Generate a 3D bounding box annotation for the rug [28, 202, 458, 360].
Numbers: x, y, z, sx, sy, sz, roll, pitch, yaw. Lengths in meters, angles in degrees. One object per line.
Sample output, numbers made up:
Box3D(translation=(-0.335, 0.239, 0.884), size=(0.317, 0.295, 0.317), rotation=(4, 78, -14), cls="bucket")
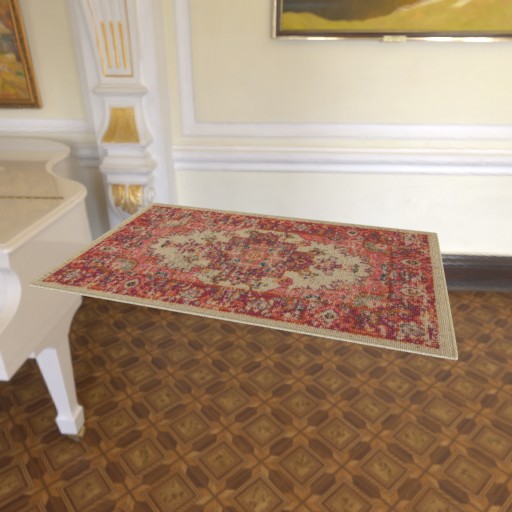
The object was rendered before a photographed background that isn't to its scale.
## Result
Box3D(translation=(0.000, 0.000, 1.084), size=(0.868, 0.004, 0.556), rotation=(8, 27, 15), cls="rug")
